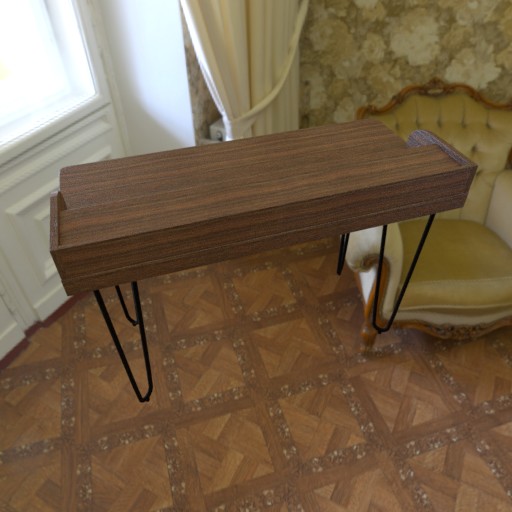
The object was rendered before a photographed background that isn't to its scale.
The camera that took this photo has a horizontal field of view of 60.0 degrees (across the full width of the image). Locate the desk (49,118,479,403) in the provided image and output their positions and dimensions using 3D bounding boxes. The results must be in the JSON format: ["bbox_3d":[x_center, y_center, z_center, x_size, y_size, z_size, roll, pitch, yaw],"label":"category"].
[{"bbox_3d":[0.000,0.000,1.648,1.200,0.854,0.565,-13,44,-14],"label":"desk"}]
